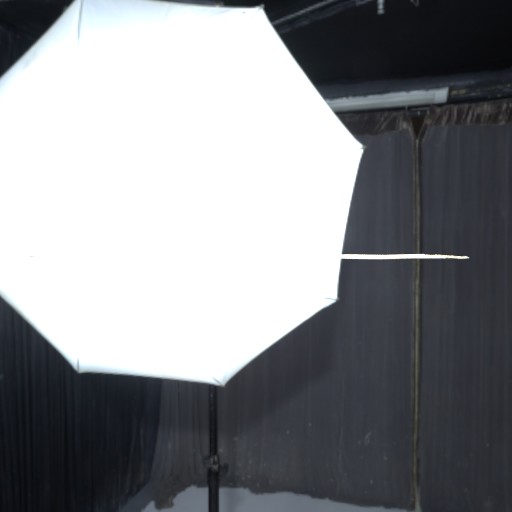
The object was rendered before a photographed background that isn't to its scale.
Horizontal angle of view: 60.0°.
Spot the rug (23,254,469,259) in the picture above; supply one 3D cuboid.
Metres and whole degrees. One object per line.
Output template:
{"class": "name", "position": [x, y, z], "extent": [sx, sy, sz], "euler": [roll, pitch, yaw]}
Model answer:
{"class": "rug", "position": [0.000, 0.000, 2.309], "extent": [1.861, 0.017, 1.218], "euler": [0, 1, 17]}
